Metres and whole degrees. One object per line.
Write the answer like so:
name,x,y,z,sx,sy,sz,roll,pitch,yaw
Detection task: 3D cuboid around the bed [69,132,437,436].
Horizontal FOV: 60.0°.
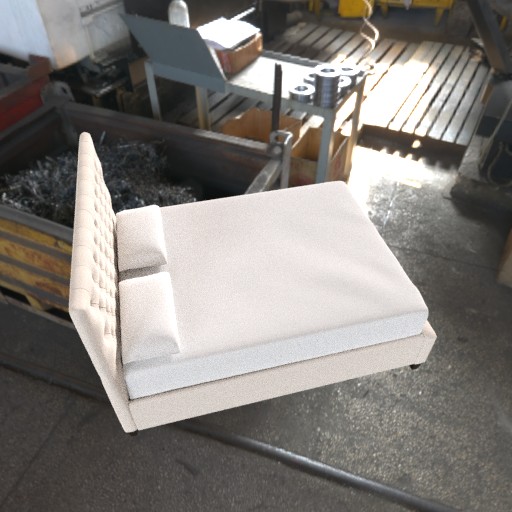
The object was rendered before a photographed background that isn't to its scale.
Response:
bed,0.000,0.000,3.304,2.233,1.426,1.696,-10,46,-10
